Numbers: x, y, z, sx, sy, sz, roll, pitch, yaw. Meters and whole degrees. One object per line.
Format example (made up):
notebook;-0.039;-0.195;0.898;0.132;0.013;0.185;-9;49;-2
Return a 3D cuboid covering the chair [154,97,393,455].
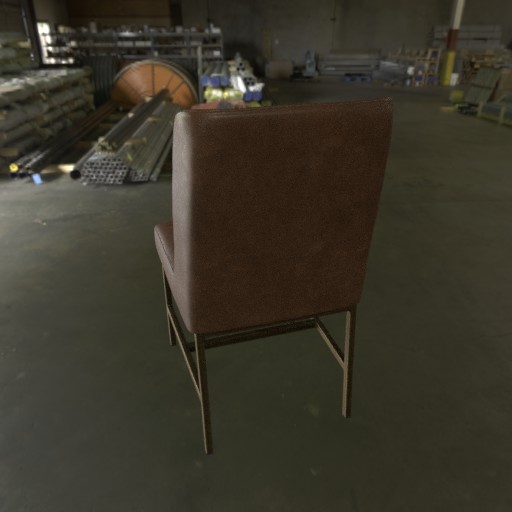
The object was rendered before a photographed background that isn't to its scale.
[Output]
chair;0.000;0.000;1.243;0.508;0.889;0.587;-8;28;-16
